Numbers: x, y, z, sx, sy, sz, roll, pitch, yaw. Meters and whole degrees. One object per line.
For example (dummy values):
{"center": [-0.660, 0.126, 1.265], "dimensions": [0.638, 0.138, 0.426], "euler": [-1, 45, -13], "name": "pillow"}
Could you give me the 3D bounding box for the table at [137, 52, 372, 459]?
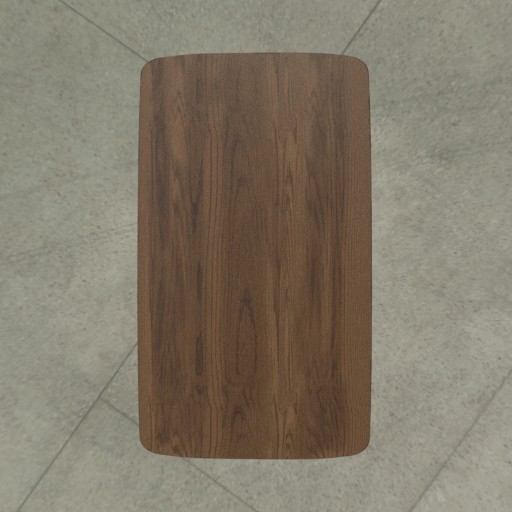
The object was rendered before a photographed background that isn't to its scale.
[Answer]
{"center": [0.000, 0.000, 2.173], "dimensions": [0.949, 0.765, 1.643], "euler": [0, 89, 1], "name": "table"}
